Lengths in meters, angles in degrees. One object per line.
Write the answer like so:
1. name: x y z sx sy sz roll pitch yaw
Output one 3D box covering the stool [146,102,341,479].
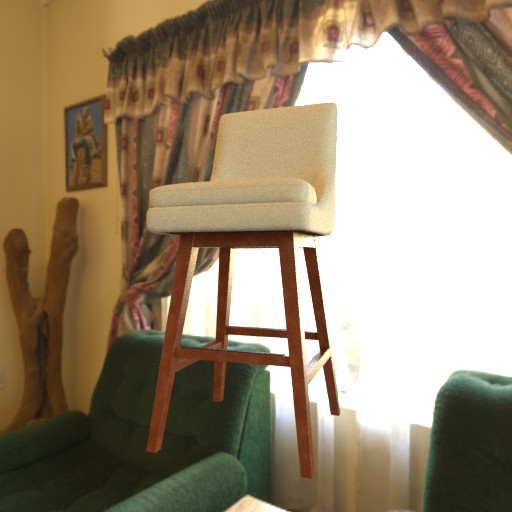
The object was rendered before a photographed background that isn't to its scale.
1. stool: 0.000 0.000 1.405 0.470 1.092 0.559 0 0 19
